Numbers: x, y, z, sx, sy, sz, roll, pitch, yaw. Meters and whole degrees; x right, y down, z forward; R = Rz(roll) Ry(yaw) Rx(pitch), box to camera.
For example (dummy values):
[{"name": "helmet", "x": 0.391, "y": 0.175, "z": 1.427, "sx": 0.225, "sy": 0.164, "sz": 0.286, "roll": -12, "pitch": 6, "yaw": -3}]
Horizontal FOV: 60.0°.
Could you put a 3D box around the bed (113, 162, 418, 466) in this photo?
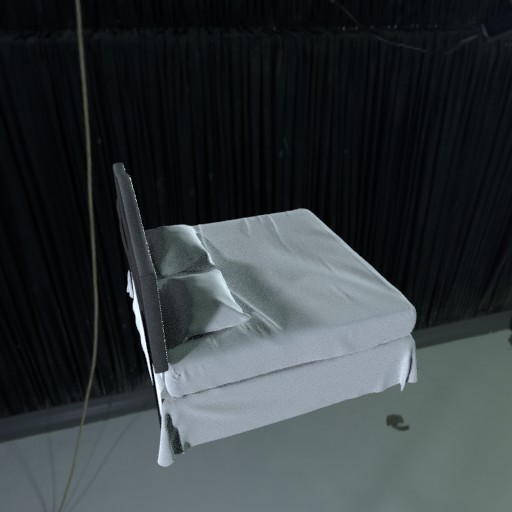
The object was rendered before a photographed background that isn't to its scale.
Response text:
[{"name": "bed", "x": 0.000, "y": 0.000, "z": 3.848, "sx": 2.219, "sy": 1.651, "sz": 2.314, "roll": -10, "pitch": 32, "yaw": -17}]
